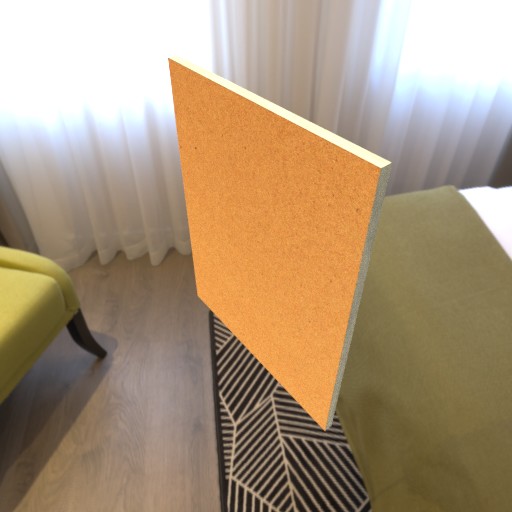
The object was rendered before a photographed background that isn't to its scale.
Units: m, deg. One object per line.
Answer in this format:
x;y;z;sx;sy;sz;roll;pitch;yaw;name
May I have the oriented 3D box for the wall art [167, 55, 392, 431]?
0.000;0.000;0.849;0.020;0.613;0.481;-28;49;-27;wall art
